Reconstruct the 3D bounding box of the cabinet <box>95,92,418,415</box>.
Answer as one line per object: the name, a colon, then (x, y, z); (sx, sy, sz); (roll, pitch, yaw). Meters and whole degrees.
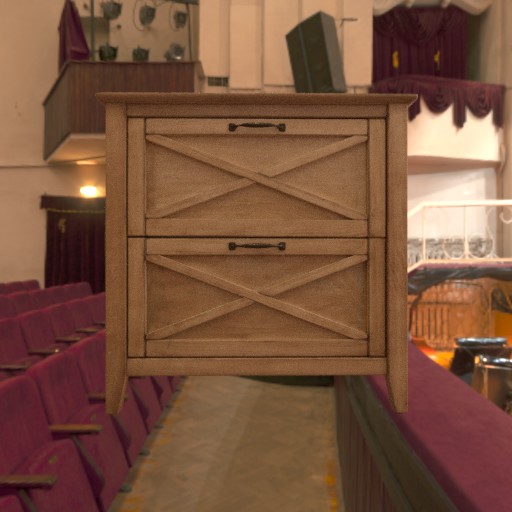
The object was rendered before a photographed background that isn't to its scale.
cabinet: (0.000, 0.000, 1.286); (0.763, 0.762, 0.503); (0, 0, -1)
